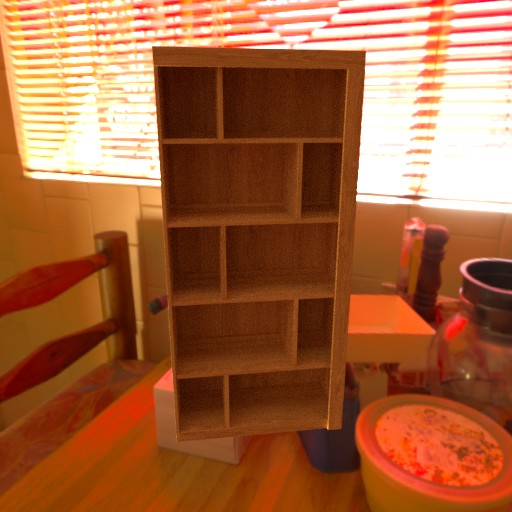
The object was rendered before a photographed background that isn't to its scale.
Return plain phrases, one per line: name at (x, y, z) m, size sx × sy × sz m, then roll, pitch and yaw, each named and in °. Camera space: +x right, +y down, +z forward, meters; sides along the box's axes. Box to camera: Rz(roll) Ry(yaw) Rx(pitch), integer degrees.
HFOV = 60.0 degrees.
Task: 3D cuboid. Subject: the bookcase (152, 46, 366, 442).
bookcase at (0.000, 0.000, 2.426) m, size 0.950 × 2.020 × 0.420 m, roll -2°, pitch 17°, yaw -8°
